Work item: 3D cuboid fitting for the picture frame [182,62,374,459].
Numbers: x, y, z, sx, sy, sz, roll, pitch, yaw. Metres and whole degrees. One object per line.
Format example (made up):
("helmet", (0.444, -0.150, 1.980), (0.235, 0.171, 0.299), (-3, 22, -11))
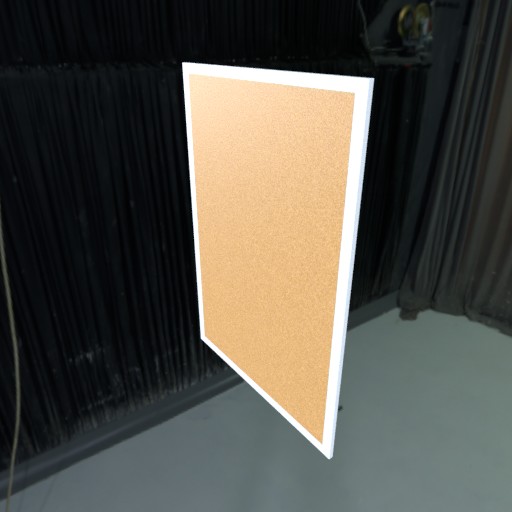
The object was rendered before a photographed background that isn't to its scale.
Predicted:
("picture frame", (0.000, 0.000, 1.205), (0.013, 0.940, 0.659), (-19, 32, -33))
